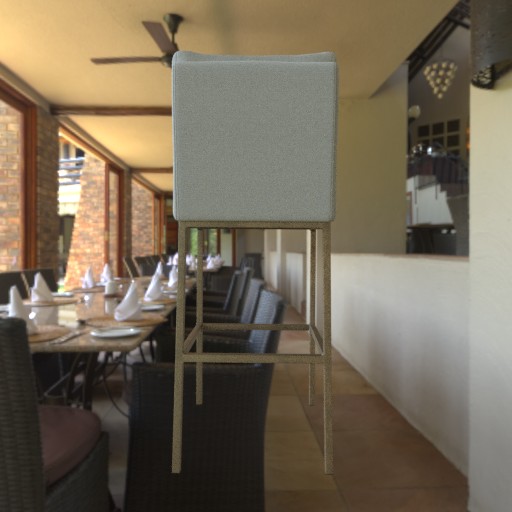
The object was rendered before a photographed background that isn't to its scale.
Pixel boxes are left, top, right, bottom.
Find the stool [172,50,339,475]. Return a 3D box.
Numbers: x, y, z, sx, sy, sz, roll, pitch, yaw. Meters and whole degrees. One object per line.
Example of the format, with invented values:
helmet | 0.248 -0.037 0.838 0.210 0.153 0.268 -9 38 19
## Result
stool | 0.000 0.000 1.408 0.463 1.125 0.572 0 1 1
